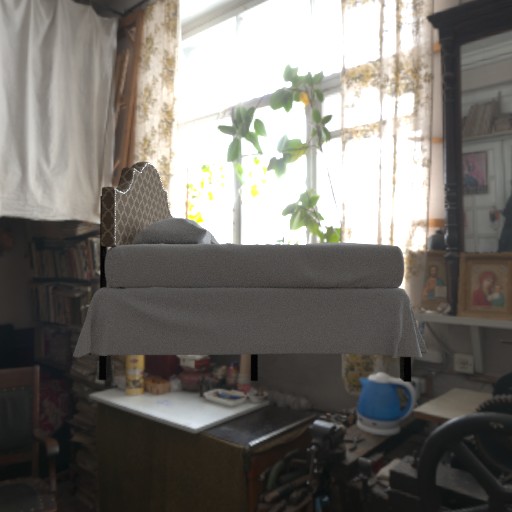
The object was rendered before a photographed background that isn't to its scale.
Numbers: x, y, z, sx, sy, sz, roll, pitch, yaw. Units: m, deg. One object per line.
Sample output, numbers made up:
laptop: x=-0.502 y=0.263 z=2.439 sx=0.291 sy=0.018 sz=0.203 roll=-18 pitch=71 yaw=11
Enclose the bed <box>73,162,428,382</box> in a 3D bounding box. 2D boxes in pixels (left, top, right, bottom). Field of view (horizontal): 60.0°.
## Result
bed: x=0.000 y=0.000 z=3.841 sx=2.222 sy=1.601 sz=2.314 roll=0 pitch=-1 yaw=1
